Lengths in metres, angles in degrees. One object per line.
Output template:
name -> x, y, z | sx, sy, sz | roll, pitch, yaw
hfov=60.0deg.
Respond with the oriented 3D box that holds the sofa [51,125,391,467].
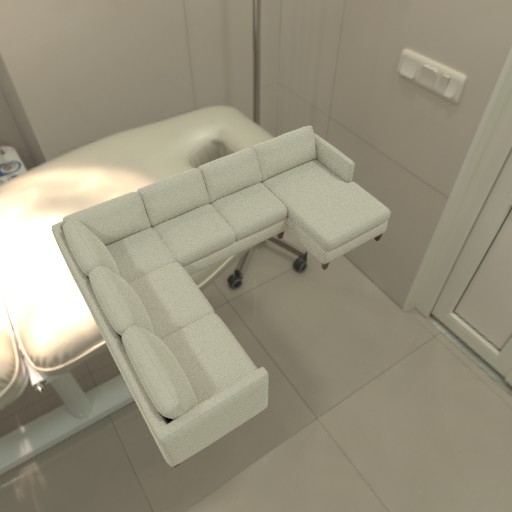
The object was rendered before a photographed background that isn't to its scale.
sofa -> 0.000, 0.000, 4.446 | 3.238, 0.853, 2.551 | -26, 53, -22
